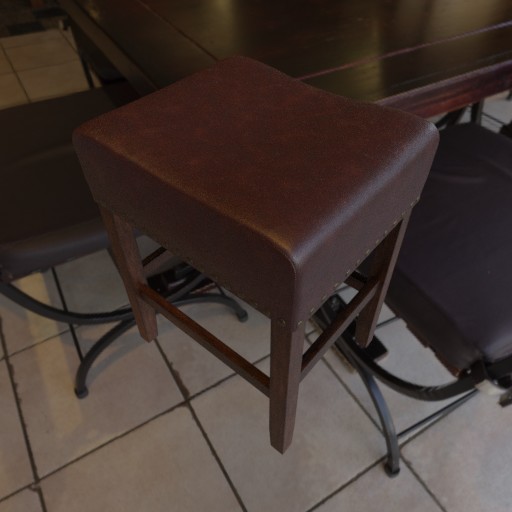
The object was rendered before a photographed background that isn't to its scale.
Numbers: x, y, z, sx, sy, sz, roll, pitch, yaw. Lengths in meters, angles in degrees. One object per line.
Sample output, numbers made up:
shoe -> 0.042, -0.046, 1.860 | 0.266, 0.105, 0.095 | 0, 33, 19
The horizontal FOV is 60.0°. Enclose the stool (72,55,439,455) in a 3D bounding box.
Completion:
stool -> 0.000, 0.000, 0.918 | 0.465, 0.608, 0.397 | 31, 53, 27
